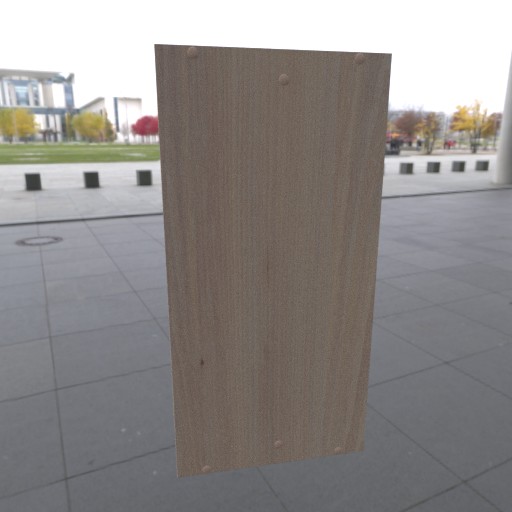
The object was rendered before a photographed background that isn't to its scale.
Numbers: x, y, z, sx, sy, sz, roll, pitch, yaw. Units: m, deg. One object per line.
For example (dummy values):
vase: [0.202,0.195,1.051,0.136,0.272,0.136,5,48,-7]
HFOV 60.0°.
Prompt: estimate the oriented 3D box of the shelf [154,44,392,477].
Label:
shelf: [0.000,0.000,0.749,0.297,0.594,0.290,-3,15,-11]
